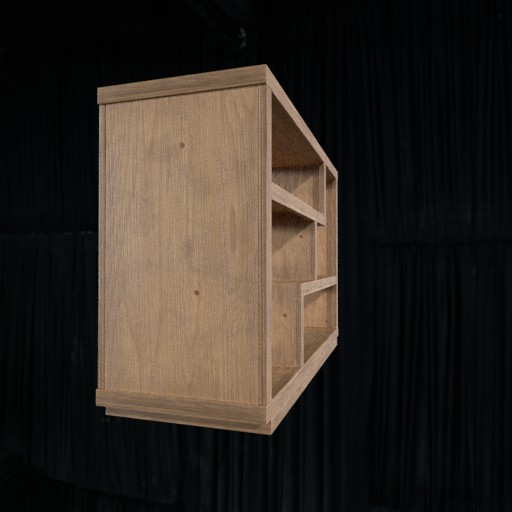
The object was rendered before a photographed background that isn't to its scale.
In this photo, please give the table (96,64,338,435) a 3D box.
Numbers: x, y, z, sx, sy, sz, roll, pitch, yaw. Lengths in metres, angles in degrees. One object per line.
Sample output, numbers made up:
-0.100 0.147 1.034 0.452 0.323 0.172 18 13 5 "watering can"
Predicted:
0.000 0.000 1.514 0.410 0.771 1.151 0 -1 18 "table"
